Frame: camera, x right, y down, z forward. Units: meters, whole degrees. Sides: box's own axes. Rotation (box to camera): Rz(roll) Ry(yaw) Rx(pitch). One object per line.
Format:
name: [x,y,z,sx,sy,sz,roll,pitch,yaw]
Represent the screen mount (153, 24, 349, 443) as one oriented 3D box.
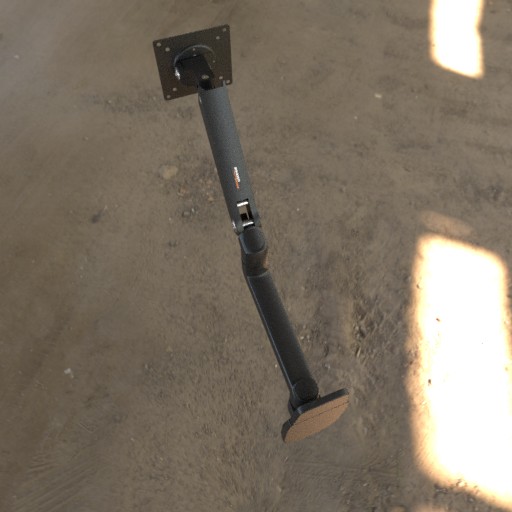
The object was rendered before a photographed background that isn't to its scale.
screen mount: [0.000,0.000,0.706,0.115,0.466,0.495,-19,60,-11]
